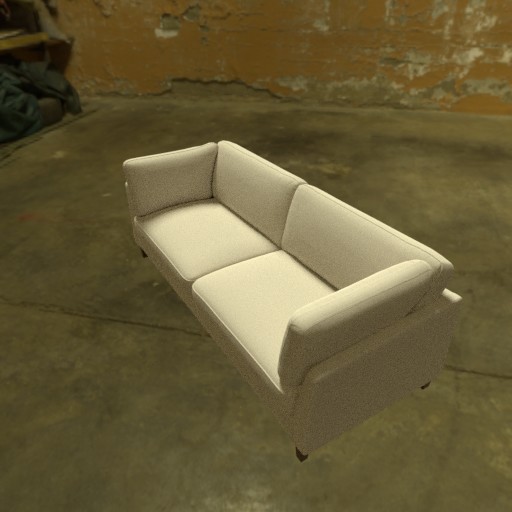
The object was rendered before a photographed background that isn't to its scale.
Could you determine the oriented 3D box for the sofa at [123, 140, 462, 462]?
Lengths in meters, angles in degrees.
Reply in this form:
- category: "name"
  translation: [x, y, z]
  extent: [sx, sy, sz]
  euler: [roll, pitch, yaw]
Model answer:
- category: "sofa"
  translation: [0.000, 0.000, 2.799]
  extent: [0.957, 0.863, 2.301]
  euler: [-18, 36, -27]
